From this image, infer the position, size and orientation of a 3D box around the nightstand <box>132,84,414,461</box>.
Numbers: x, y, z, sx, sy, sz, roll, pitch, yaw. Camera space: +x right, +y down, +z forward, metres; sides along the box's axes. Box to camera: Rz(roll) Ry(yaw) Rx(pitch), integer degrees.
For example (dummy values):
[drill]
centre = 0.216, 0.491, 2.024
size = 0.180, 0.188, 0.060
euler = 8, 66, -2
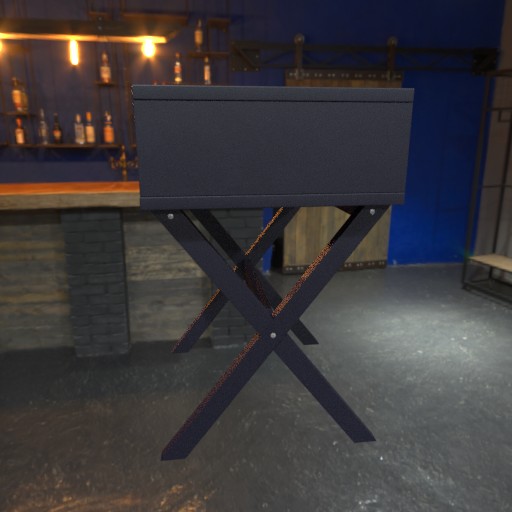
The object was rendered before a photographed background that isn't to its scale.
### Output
[nightstand]
centre = 0.000, 0.000, 0.930
size = 0.402, 0.623, 0.479
euler = -2, 16, -7
